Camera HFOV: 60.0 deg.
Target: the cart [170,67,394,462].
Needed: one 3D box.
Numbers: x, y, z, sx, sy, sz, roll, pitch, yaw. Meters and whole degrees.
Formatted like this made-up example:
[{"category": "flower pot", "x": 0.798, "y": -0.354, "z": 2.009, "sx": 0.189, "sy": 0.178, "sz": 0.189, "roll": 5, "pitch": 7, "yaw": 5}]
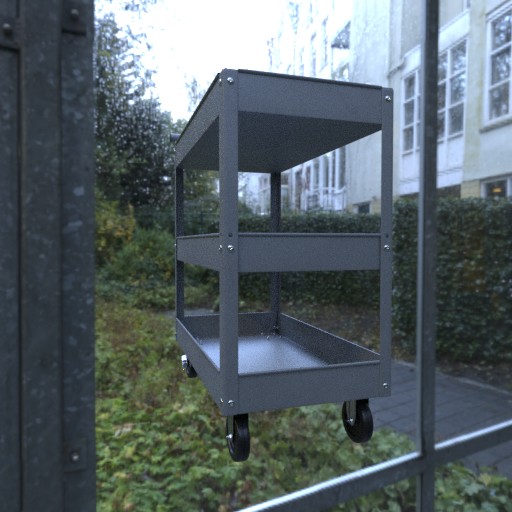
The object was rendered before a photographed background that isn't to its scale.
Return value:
[{"category": "cart", "x": 0.000, "y": 0.000, "z": 1.176, "sx": 0.366, "sy": 0.780, "sz": 0.719, "roll": -1, "pitch": 2, "yaw": -18}]
